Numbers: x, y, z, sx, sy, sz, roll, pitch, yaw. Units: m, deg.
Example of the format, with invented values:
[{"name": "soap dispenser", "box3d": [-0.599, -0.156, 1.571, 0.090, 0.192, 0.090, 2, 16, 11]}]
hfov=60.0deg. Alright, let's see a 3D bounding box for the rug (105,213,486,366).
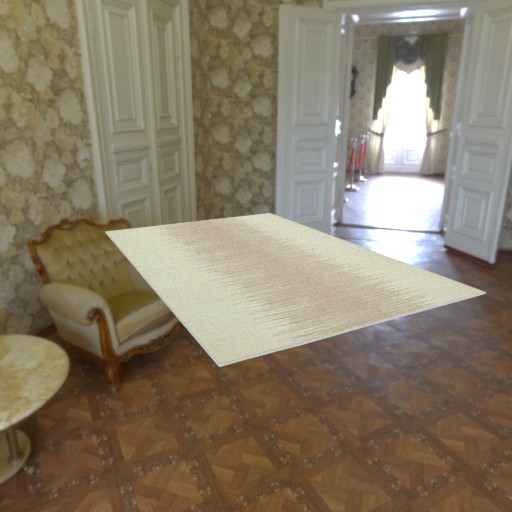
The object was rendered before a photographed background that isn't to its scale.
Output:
[{"name": "rug", "box3d": [0.000, 0.000, 2.376, 1.234, 0.006, 1.850, -9, 20, -27]}]
